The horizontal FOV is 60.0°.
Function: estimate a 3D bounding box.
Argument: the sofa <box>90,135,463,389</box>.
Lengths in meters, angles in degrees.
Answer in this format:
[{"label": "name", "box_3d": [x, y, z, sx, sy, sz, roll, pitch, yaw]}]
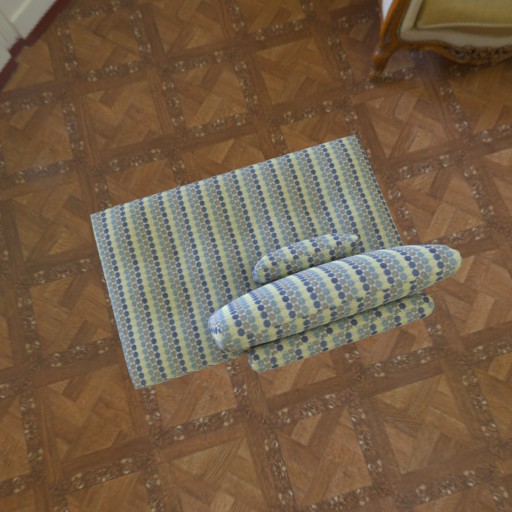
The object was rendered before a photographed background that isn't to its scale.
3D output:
[{"label": "sofa", "box_3d": [0.000, 0.000, 2.047, 1.450, 0.820, 1.000, -18, 77, -4]}]
